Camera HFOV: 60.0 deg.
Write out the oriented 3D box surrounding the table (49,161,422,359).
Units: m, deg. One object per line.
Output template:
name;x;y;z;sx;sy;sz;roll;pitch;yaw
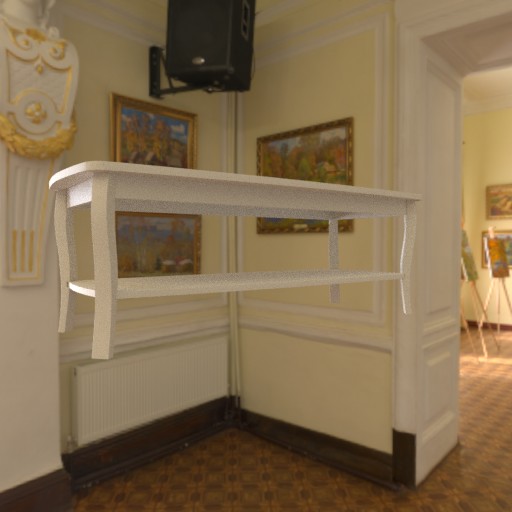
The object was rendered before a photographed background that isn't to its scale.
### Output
table;0.000;0.000;1.600;1.334;0.474;0.561;-1;2;-35
